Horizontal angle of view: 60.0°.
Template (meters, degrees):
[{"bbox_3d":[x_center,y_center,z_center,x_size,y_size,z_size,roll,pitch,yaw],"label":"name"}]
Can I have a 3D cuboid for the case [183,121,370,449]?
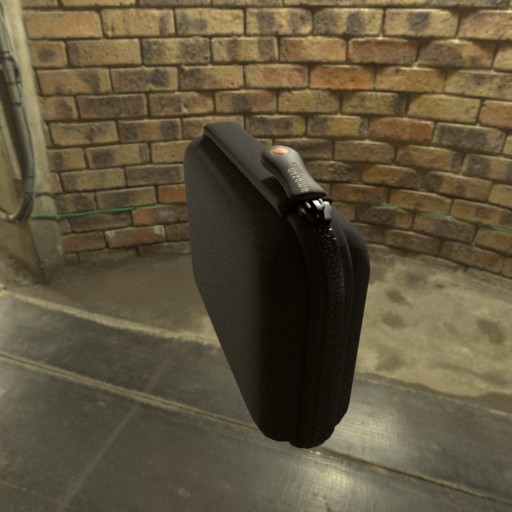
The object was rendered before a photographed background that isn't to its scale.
[{"bbox_3d":[0.000,0.000,0.185,0.038,0.105,0.132,-10,33,-16],"label":"case"}]
